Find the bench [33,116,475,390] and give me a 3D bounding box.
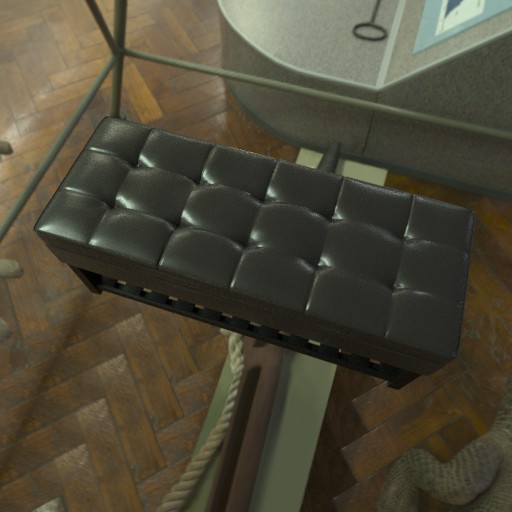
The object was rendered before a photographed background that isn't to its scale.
[{"bbox_3d":[0.000,0.000,1.353,1.105,0.460,0.432,16,64,8],"label":"bench"}]
